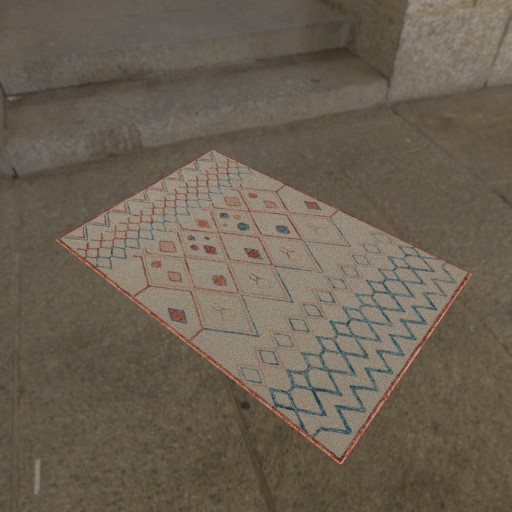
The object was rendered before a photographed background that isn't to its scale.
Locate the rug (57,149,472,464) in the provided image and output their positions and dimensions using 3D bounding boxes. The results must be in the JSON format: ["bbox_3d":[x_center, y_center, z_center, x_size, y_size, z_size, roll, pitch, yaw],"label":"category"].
[{"bbox_3d":[0.000,0.000,2.330,1.829,0.016,1.219,31,52,27],"label":"rug"}]
